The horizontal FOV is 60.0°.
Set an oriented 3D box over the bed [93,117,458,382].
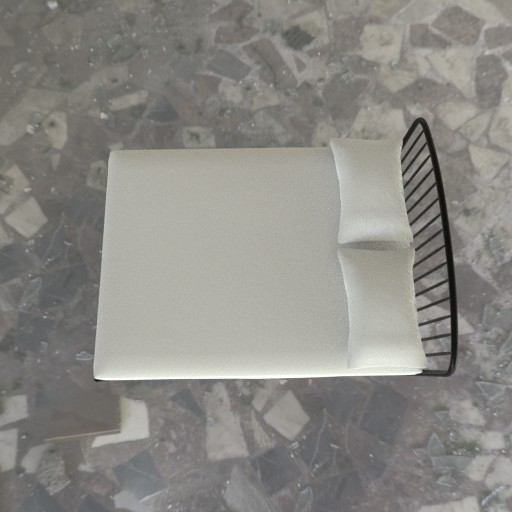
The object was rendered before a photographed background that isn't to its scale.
[{"bbox_3d":[0.000,0.000,3.012,2.159,1.166,1.618,-1,75,0],"label":"bed"}]
